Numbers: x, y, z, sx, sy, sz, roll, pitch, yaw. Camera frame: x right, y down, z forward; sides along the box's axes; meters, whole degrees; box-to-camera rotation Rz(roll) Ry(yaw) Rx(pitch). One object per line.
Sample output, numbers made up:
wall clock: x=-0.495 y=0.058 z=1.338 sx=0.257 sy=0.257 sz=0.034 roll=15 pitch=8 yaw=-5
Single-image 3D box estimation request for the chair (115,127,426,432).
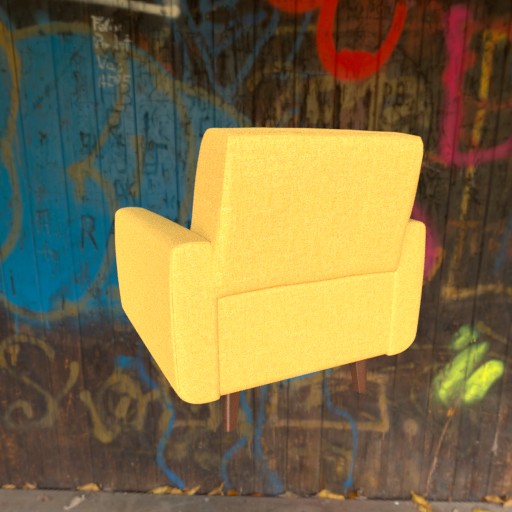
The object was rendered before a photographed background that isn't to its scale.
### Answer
chair: x=0.000 y=0.000 z=1.561 sx=0.831 sy=0.841 sz=0.909 roll=-6 pitch=15 yaw=-25
